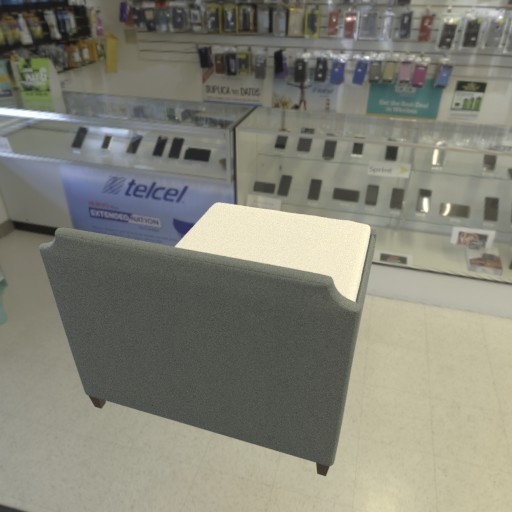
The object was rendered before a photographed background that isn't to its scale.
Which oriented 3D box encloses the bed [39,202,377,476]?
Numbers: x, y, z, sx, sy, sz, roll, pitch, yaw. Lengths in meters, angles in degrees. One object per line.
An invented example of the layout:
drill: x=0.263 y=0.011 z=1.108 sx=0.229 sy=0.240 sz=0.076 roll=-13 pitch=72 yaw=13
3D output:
bed: x=0.000 y=0.000 z=3.387 sx=1.712 sy=1.443 sz=2.372 roll=10 pitch=34 yaw=15
